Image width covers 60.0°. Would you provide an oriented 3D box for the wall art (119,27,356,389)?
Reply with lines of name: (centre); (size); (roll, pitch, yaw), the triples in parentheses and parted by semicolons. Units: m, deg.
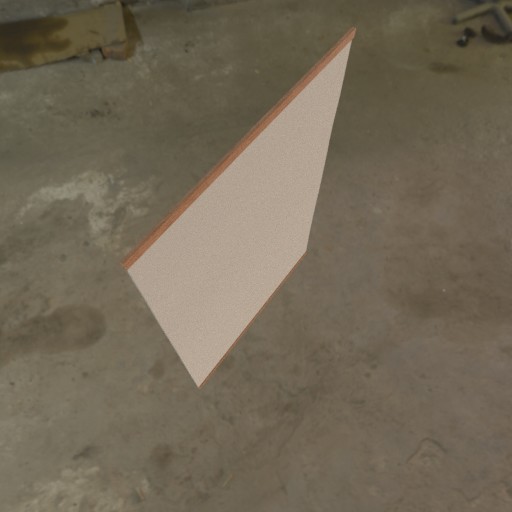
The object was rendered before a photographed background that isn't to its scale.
wall art: (0.000, 0.000, 1.867); (0.019, 1.527, 1.019); (34, 68, 16)
